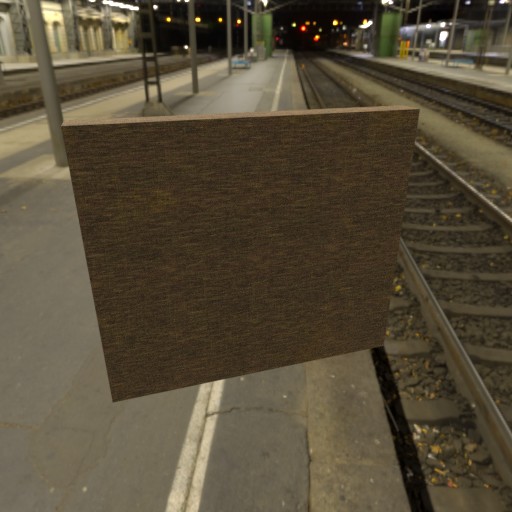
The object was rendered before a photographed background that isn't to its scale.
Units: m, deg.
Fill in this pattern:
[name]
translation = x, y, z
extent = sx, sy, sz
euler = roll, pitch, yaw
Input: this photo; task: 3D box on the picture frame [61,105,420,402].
[picture frame]
translation = 0.000, 0.000, 0.537
extent = 0.378, 0.330, 0.033
euler = -8, 27, -16
